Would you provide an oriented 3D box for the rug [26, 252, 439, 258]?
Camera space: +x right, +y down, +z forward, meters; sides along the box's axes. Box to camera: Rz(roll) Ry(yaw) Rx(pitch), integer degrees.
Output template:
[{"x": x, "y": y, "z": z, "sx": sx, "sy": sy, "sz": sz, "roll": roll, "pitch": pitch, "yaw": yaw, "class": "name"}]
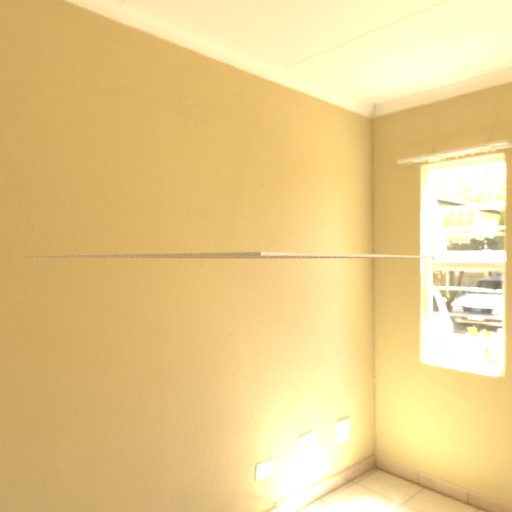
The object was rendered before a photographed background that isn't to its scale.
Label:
[{"x": 0.000, "y": 0.000, "z": 3.906, "sx": 2.311, "sy": 0.032, "sz": 2.921, "roll": 0, "pitch": -1, "yaw": 38, "class": "rug"}]
